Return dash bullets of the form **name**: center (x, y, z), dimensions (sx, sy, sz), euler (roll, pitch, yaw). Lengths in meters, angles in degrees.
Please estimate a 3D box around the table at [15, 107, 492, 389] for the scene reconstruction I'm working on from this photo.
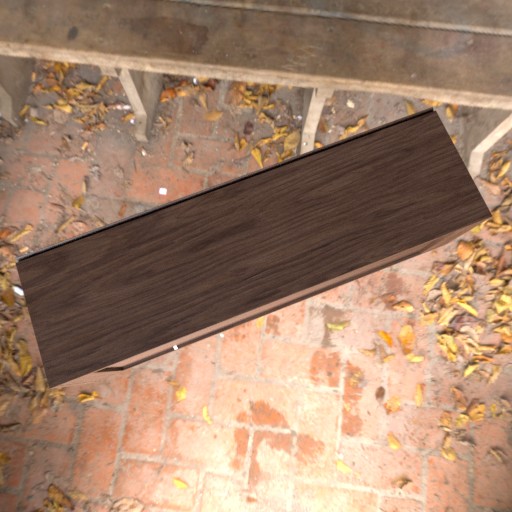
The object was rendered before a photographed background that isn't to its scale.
- **table**: center (0.000, 0.000, 1.587), dimensions (1.397, 0.508, 0.405), euler (-21, 78, -5)
